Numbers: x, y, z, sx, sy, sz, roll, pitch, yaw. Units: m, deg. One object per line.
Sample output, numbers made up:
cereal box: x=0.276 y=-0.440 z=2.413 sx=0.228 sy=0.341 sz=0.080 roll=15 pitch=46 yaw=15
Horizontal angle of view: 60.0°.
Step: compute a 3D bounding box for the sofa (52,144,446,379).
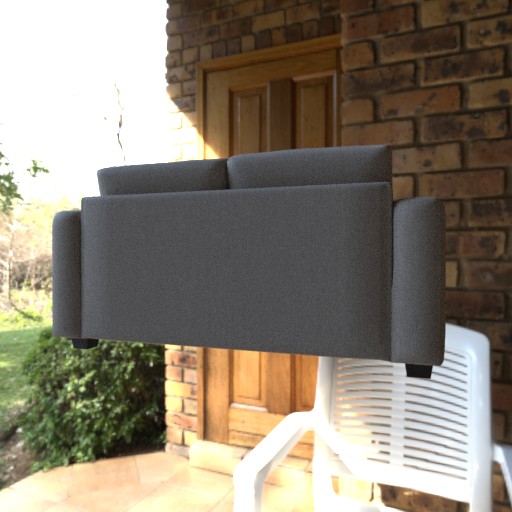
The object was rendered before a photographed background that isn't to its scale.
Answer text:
sofa: x=0.000 y=0.000 z=2.023 sx=1.540 sy=0.800 sz=0.900 roll=0 pitch=0 yaw=19
